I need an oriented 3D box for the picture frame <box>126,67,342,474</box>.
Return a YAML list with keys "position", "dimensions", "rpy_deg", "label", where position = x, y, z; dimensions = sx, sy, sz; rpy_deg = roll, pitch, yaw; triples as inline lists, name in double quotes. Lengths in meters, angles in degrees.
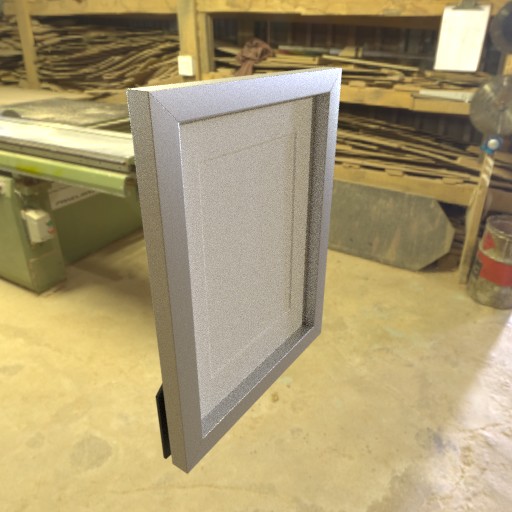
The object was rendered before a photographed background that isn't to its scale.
- position: [0.000, 0.000, 0.510]
  dimensions: [0.036, 0.386, 0.307]
  rpy_deg: [17, 31, 31]
  label: "picture frame"
